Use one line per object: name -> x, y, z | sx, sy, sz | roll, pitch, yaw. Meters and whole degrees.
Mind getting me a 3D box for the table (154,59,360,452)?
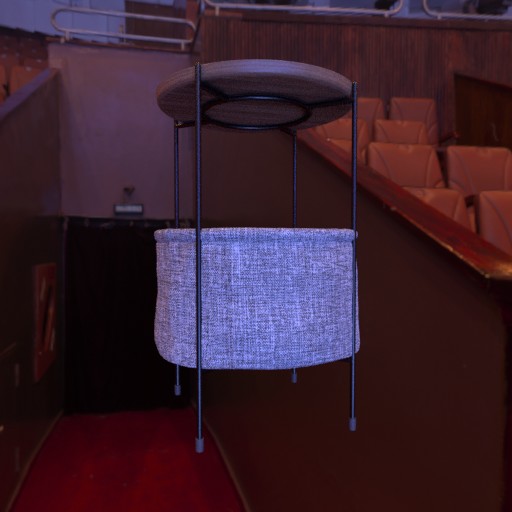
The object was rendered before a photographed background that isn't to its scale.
table -> 0.000, 0.000, 0.887 | 0.400, 0.623, 0.400 | -1, 2, -17
